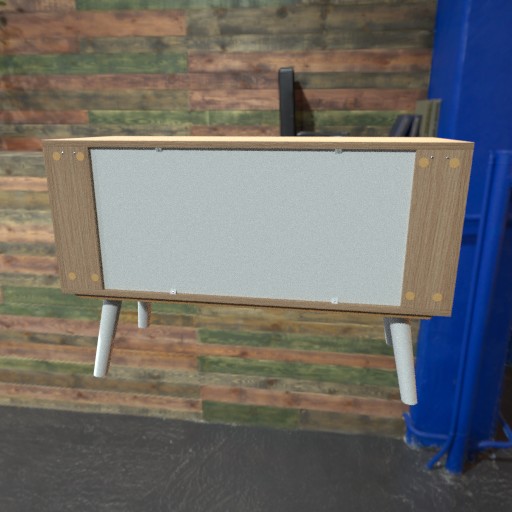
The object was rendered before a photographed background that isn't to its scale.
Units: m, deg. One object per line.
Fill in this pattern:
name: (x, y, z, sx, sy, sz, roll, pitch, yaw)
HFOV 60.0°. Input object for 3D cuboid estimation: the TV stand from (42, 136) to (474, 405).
TV stand: (0.000, 0.000, 1.288, 0.991, 0.660, 0.407, 3, 17, 8)
